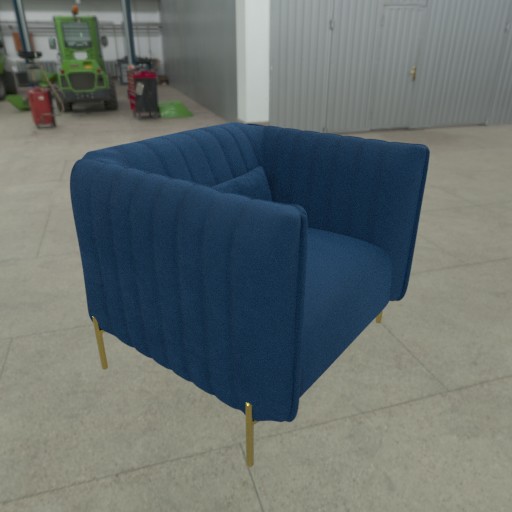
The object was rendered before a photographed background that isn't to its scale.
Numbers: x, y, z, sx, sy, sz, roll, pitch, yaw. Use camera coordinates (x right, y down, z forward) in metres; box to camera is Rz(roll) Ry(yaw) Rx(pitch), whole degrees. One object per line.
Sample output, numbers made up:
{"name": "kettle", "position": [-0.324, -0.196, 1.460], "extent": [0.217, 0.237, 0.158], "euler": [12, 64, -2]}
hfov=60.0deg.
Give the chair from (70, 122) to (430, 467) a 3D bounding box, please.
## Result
{"name": "chair", "position": [0.000, 0.000, 1.603], "extent": [0.877, 0.793, 0.947], "euler": [19, 31, 33]}
